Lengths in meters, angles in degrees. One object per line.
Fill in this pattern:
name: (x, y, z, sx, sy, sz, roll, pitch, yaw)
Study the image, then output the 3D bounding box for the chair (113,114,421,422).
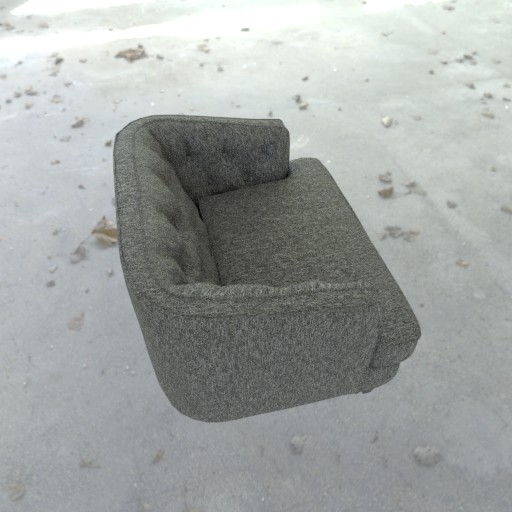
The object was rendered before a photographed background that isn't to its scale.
chair: (0.000, 0.000, 1.790, 0.941, 0.852, 1.104, -11, 48, -10)
